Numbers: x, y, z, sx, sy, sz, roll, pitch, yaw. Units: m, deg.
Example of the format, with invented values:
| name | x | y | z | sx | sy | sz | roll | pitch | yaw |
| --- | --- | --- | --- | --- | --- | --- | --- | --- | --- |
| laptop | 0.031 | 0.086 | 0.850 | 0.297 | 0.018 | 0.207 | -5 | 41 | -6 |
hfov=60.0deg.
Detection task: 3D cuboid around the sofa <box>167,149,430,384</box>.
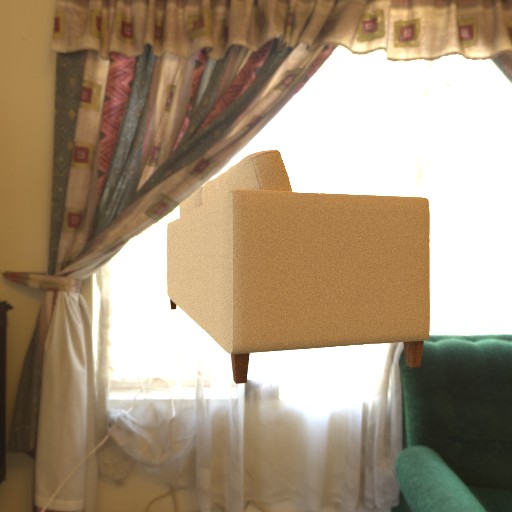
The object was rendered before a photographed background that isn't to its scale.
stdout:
| name | x | y | z | sx | sy | sz | roll | pitch | yaw |
| --- | --- | --- | --- | --- | --- | --- | --- | --- | --- |
| sofa | 0.000 | 0.000 | 2.939 | 0.951 | 0.968 | 2.361 | 0 | 1 | -17 |
